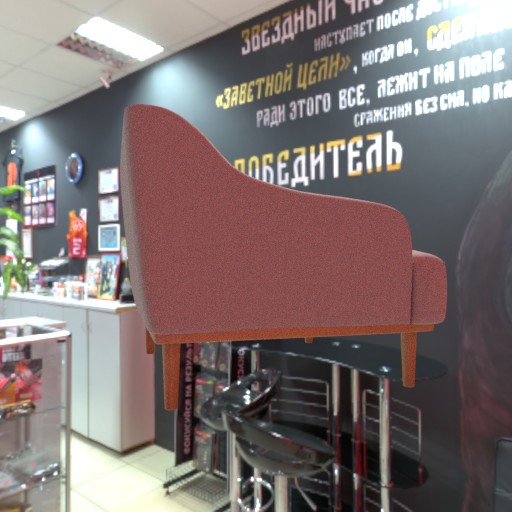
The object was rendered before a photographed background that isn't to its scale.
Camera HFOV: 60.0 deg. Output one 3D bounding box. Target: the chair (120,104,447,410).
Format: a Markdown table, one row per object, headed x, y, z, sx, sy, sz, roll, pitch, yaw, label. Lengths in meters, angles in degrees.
| x | y | z | sx | sy | sz | roll | pitch | yaw | label |
| --- | --- | --- | --- | --- | --- | --- | --- | --- | --- |
| 0.000 | 0.000 | 1.635 | 0.951 | 0.818 | 0.946 | 0 | 0 | -18 | chair |
